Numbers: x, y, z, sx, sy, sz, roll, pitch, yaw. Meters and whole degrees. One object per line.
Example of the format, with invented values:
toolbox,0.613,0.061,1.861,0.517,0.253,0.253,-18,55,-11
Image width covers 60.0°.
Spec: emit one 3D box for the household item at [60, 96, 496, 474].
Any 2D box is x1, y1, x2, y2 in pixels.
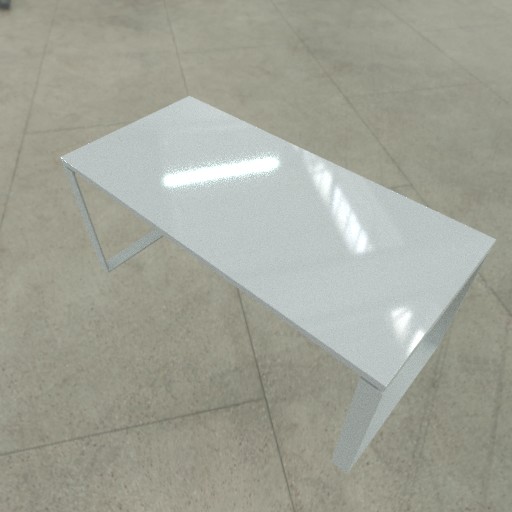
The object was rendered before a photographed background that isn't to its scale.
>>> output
household item,0.000,0.000,2.115,1.700,0.745,0.800,33,55,27
